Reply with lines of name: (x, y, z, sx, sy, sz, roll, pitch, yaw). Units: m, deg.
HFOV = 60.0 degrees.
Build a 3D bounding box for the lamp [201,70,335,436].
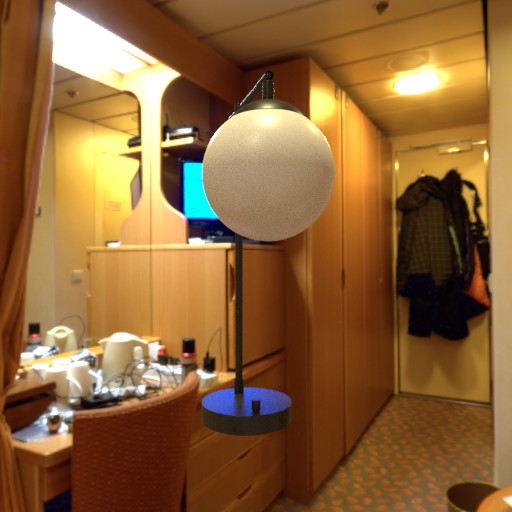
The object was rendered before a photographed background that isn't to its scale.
lamp: (0.000, 0.000, 0.718, 0.197, 0.559, 0.316, 0, -1, -18)
